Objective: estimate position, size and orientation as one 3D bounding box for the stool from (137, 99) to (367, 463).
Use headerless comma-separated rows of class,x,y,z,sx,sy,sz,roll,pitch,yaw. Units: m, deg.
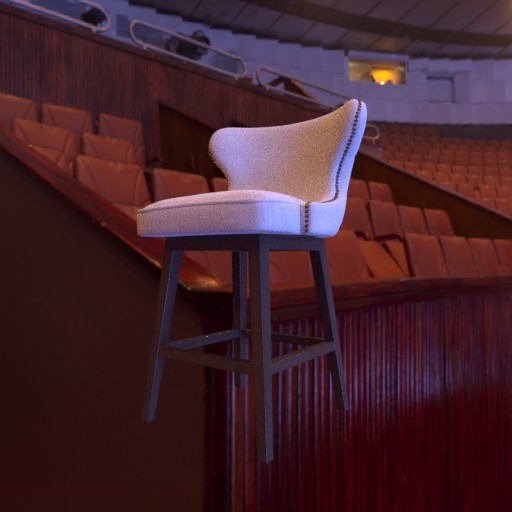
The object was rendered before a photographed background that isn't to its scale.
stool,0.000,0.000,1.382,0.615,0.972,0.597,0,0,37
